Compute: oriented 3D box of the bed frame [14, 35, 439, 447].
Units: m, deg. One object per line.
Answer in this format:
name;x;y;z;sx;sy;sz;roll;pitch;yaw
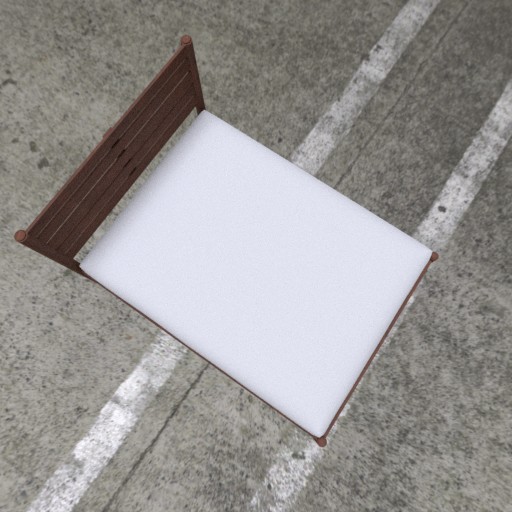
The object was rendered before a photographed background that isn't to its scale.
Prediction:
bed frame;0.000;0.000;3.158;2.234;1.321;1.655;34;78;8
